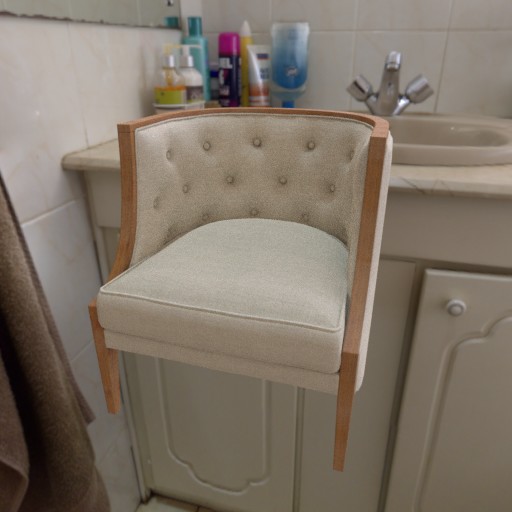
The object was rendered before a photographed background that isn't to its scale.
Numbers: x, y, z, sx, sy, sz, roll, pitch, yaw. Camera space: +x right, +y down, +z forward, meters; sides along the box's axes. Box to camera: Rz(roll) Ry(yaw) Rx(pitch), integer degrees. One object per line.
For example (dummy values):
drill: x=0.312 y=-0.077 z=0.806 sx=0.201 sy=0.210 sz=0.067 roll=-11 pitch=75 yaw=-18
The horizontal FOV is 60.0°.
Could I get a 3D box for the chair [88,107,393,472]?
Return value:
chair: x=0.000 y=0.000 z=1.336 sx=0.711 sy=0.775 sz=0.757 roll=7 pitch=26 yaw=16
